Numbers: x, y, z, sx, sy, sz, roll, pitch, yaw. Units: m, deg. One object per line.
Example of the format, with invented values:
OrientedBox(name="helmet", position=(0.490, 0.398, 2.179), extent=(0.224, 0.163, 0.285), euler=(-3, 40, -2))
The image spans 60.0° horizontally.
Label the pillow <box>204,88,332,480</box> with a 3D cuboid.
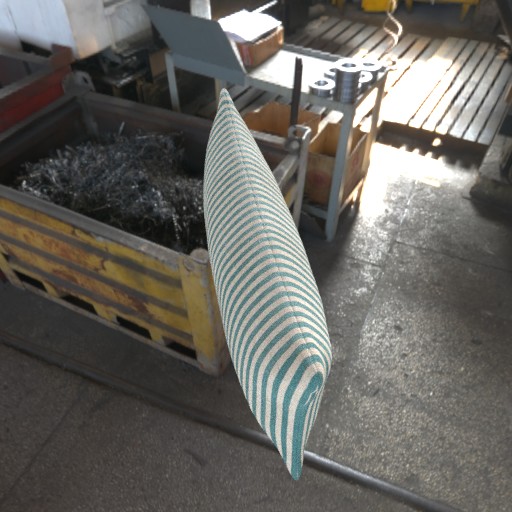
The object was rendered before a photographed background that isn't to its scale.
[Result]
OrientedBox(name="pillow", position=(0.000, 0.000, 0.733), extent=(0.151, 0.295, 0.617), euler=(-8, 46, -8))
